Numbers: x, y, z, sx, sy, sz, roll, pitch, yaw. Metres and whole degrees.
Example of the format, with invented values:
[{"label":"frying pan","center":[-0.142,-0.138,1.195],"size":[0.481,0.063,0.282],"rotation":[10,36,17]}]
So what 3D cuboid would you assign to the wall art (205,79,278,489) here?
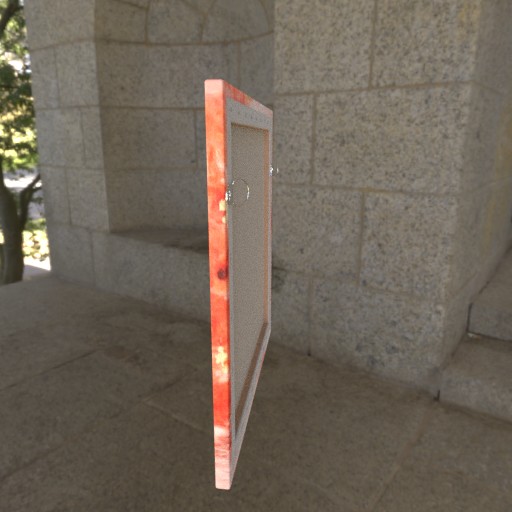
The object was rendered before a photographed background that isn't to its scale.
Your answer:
[{"label":"wall art","center":[0.000,0.000,1.320],"size":[0.066,0.878,0.878],"rotation":[2,15,8]}]
